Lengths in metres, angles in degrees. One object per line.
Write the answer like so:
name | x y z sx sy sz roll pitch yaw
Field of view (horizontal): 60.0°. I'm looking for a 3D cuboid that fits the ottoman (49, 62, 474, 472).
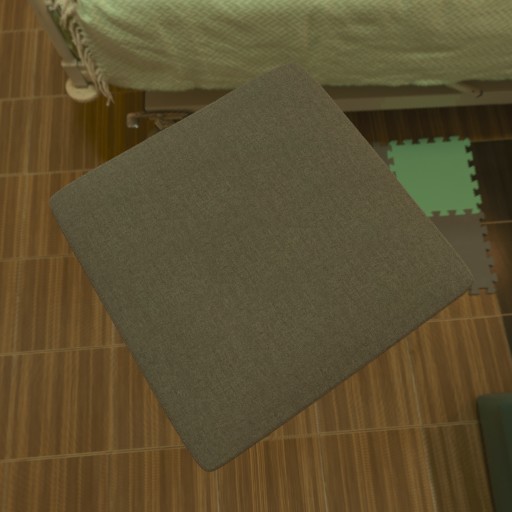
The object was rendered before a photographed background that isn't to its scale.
ottoman | 0.000 0.000 1.312 0.843 0.436 0.840 -32 77 -9
